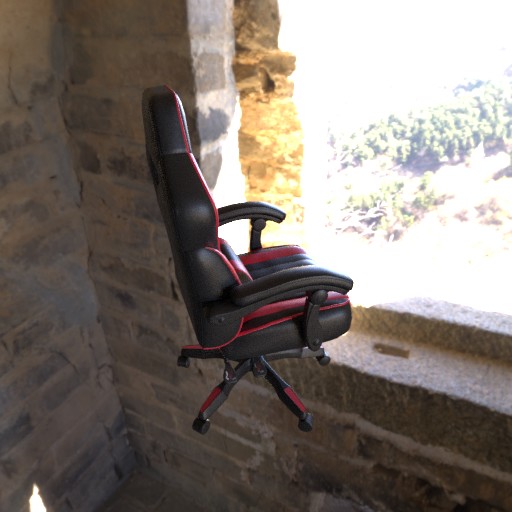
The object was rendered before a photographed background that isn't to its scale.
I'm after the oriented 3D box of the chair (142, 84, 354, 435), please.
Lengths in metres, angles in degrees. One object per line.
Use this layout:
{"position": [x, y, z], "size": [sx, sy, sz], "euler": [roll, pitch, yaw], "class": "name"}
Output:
{"position": [0.000, 0.000, 1.668], "size": [0.700, 1.220, 0.700], "euler": [-9, 30, -16], "class": "chair"}
